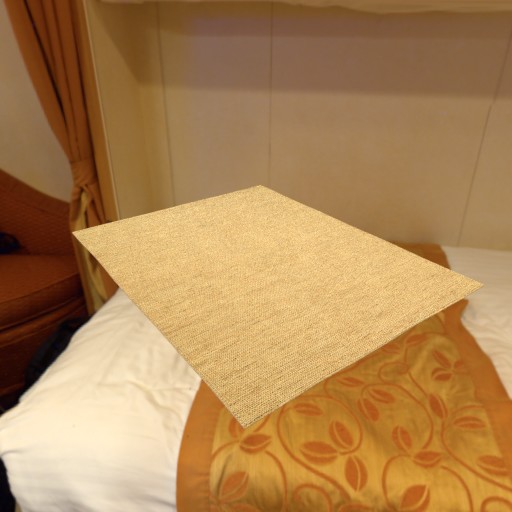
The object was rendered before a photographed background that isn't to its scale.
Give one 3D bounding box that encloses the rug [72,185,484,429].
[{"bbox_3d":[0.000,0.000,4.061,2.406,0.012,3.034,-19,34,-32],"label":"rug"}]
